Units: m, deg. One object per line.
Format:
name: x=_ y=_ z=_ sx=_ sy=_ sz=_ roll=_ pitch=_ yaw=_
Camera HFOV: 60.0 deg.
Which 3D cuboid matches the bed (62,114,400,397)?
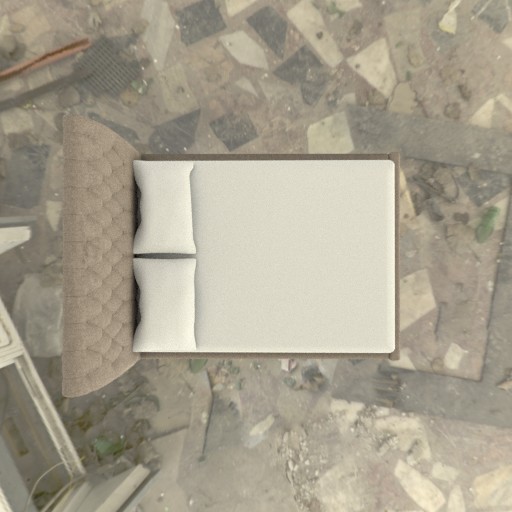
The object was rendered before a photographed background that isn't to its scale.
bed: x=0.000 y=0.000 z=3.215 sx=2.252 sy=1.371 sz=1.645 roll=0 pitch=90 yaw=1
